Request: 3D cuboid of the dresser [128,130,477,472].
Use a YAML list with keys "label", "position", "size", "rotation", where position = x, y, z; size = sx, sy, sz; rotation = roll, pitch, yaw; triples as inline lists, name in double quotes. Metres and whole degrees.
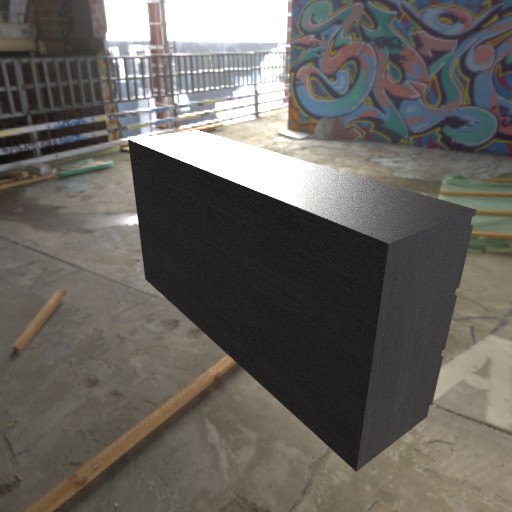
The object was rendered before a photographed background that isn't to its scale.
- label: "dresser"
  position: [0.000, 0.000, 1.916]
  size: [0.400, 0.795, 1.590]
  rotation: [-18, 31, -33]
